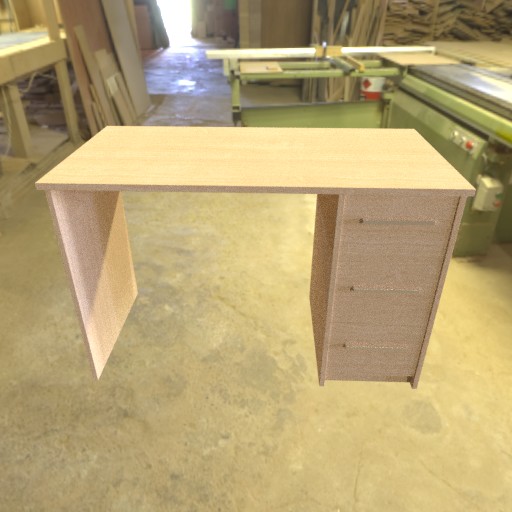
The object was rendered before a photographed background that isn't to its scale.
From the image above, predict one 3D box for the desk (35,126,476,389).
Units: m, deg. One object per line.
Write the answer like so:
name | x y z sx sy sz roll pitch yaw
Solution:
desk | 0.000 0.000 1.528 1.097 0.735 0.560 1 31 2
